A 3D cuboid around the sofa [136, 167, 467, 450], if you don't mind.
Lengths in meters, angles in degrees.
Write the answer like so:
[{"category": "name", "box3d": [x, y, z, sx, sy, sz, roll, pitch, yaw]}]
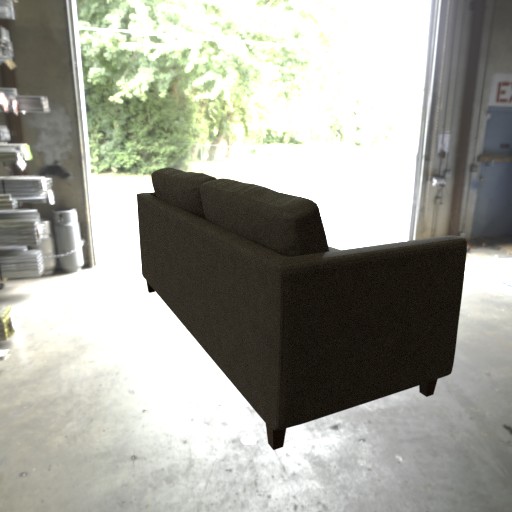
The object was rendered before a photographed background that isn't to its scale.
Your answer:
[{"category": "sofa", "box3d": [0.000, 0.000, 2.651, 0.951, 0.965, 2.208, -7, 17, -26]}]
